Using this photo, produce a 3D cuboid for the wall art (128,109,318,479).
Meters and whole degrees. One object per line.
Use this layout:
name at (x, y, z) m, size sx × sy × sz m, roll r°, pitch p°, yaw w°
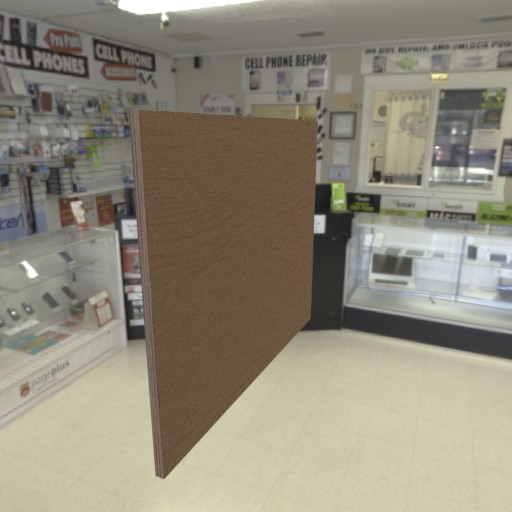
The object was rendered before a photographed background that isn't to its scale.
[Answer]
wall art at (0.000, 0.000, 0.679) m, size 0.013 × 0.406 × 0.508 m, roll 8°, pitch 17°, yaw 25°
